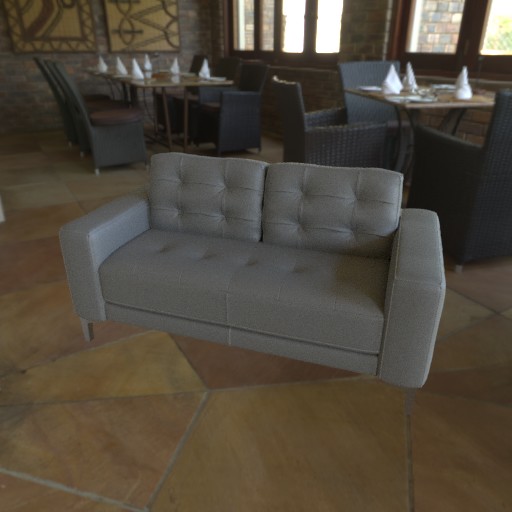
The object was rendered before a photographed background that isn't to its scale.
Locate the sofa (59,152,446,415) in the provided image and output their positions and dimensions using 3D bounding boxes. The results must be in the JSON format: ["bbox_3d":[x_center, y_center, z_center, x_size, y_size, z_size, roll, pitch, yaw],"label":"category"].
[{"bbox_3d":[0.000,0.000,2.246,1.726,0.893,0.833,8,27,17],"label":"sofa"}]
